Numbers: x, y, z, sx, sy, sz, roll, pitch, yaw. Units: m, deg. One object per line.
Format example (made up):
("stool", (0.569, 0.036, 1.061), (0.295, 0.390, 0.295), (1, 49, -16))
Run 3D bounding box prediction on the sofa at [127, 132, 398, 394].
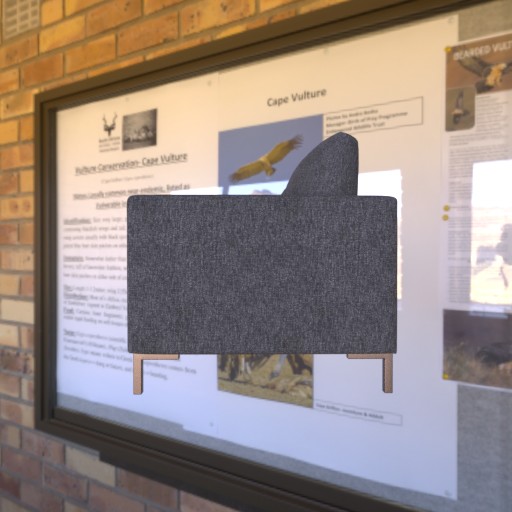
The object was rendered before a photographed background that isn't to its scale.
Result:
("sofa", (0.000, 0.000, 2.213), (0.866, 0.862, 1.716), (0, 0, -1))
